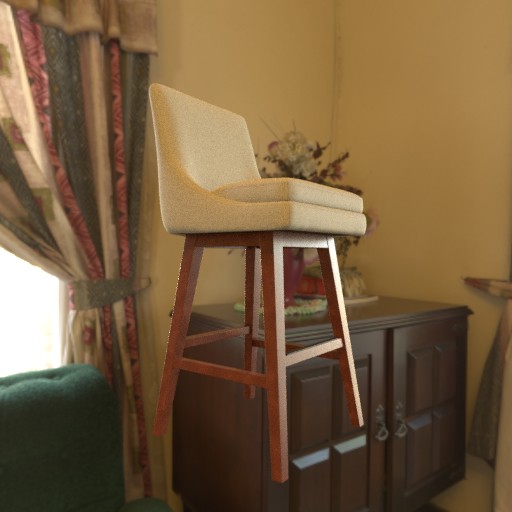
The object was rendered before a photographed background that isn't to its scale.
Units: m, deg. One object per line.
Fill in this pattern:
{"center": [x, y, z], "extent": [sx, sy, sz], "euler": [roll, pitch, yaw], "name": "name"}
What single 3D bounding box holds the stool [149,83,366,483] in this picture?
{"center": [0.000, 0.000, 1.406], "extent": [0.559, 1.092, 0.470], "euler": [0, 0, 38], "name": "stool"}
